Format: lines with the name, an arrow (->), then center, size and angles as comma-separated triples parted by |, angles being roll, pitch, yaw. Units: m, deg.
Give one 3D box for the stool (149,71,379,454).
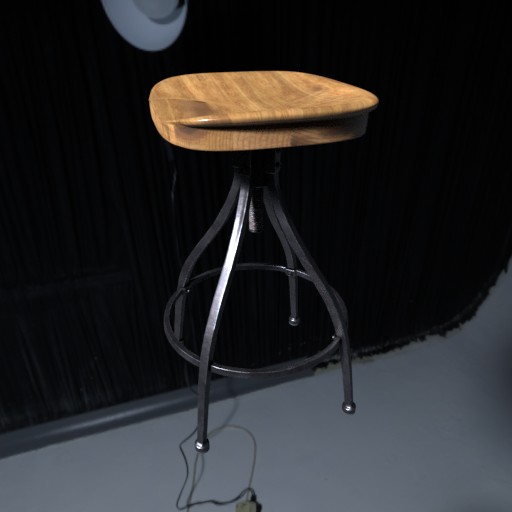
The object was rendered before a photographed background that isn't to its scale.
stool -> 0.000, 0.000, 0.960 | 0.424, 0.694, 0.432 | -9, 30, -15
